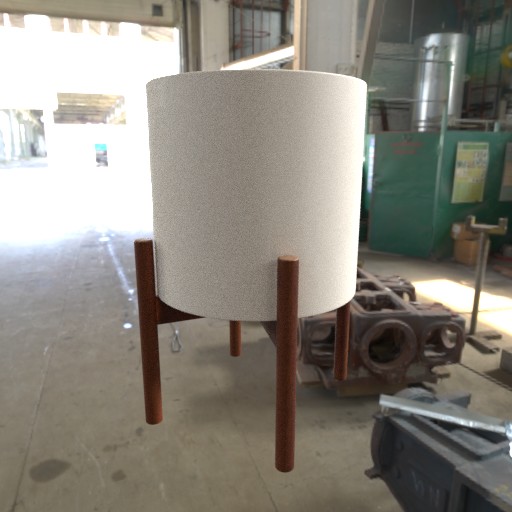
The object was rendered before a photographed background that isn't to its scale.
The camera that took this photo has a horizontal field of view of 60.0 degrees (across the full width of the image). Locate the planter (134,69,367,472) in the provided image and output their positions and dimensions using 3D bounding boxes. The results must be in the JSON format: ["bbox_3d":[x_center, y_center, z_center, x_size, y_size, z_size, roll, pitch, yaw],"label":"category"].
[{"bbox_3d":[0.000,0.000,0.936,0.417,0.670,0.417,7,15,26],"label":"planter"}]
